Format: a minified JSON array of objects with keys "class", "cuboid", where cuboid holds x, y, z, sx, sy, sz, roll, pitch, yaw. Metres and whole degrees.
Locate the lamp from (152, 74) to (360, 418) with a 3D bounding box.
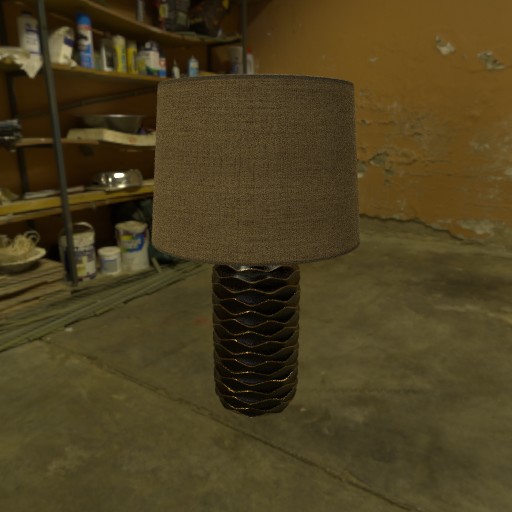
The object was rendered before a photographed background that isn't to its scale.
[{"class":"lamp","cuboid":[0.000,0.000,0.828,0.376,0.594,0.376,0,15,0]}]
